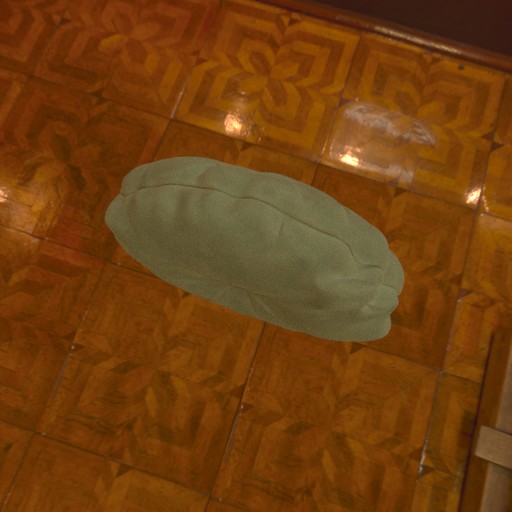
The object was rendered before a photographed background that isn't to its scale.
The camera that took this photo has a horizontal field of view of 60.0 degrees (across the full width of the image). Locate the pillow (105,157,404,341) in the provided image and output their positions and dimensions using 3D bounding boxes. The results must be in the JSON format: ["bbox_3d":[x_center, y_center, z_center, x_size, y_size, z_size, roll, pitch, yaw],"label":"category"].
[{"bbox_3d":[0.000,0.000,0.640,0.428,0.407,0.148,20,76,5],"label":"pillow"}]
